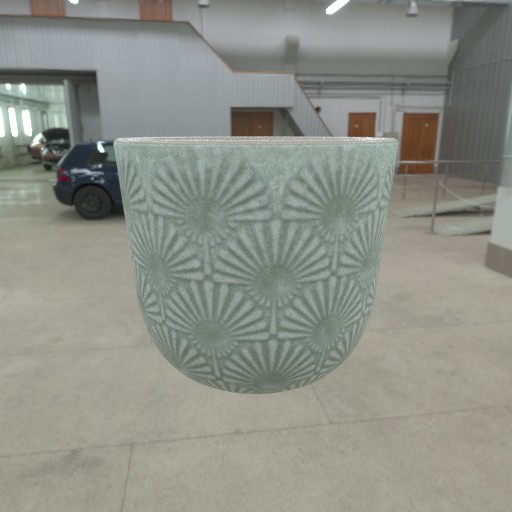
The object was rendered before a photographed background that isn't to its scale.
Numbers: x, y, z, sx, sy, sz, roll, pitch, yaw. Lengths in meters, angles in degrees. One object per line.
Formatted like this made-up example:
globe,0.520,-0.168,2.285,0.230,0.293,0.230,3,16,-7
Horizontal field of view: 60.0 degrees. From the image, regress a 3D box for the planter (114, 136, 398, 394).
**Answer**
planter,0.000,0.000,0.296,0.170,0.152,0.170,0,16,0
